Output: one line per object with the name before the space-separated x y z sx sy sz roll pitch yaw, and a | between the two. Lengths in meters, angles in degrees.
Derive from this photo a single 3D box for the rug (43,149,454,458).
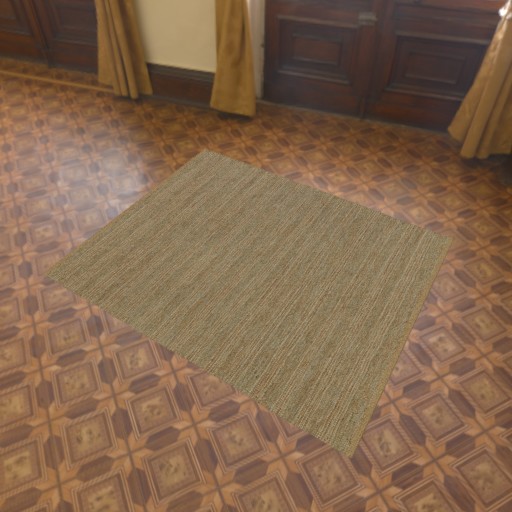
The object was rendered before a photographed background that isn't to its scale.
rug | 0.000 0.000 4.184 3.034 0.012 2.471 24 50 22
